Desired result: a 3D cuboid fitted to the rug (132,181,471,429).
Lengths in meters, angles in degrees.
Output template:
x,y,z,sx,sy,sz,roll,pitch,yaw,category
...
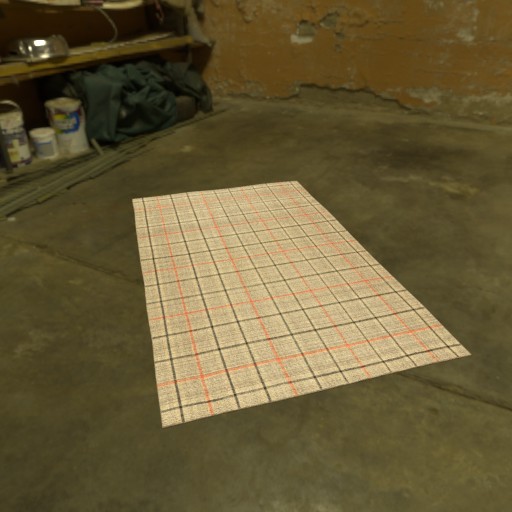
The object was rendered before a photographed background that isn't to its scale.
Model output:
x,y,z,sx,sy,sz,roll,pitch,yaw,category
0.000,0.000,3.025,1.524,0.015,2.439,-9,32,-14,rug
